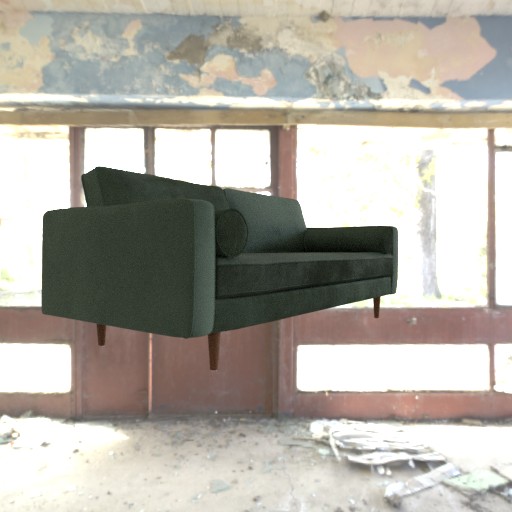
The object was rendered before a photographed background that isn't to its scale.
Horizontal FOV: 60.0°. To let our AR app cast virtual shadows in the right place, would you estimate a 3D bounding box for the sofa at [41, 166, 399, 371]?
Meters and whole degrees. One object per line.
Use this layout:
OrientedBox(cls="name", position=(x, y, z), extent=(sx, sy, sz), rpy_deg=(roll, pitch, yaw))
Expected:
OrientedBox(cls="sofa", position=(0.000, 0.000, 2.351), extent=(0.916, 0.772, 1.880), rpy_deg=(1, 1, 37))
